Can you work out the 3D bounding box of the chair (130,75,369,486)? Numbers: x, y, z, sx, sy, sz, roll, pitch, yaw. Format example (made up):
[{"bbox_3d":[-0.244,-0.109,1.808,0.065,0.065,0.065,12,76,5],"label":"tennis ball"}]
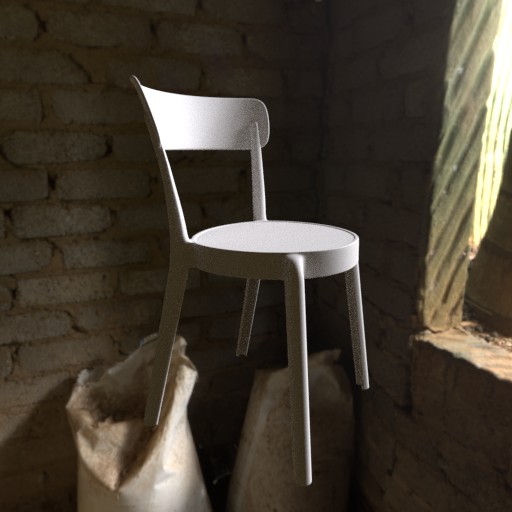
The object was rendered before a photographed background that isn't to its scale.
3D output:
[{"bbox_3d":[0.000,0.000,1.088,0.491,0.790,0.506,8,16,29],"label":"chair"}]
